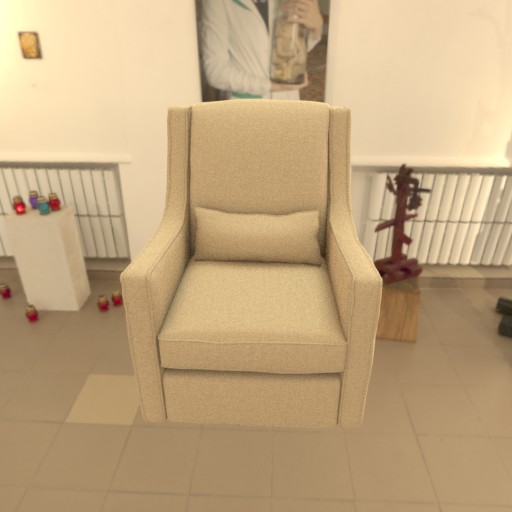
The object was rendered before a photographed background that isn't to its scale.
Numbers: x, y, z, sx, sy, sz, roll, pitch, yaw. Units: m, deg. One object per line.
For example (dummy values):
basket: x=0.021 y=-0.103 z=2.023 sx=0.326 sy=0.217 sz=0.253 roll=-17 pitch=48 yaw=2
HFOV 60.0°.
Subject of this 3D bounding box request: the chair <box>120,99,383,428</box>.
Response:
chair: x=0.000 y=0.000 z=1.626 sx=0.732 sy=0.993 sz=0.879 roll=1 pitch=28 yaw=2
